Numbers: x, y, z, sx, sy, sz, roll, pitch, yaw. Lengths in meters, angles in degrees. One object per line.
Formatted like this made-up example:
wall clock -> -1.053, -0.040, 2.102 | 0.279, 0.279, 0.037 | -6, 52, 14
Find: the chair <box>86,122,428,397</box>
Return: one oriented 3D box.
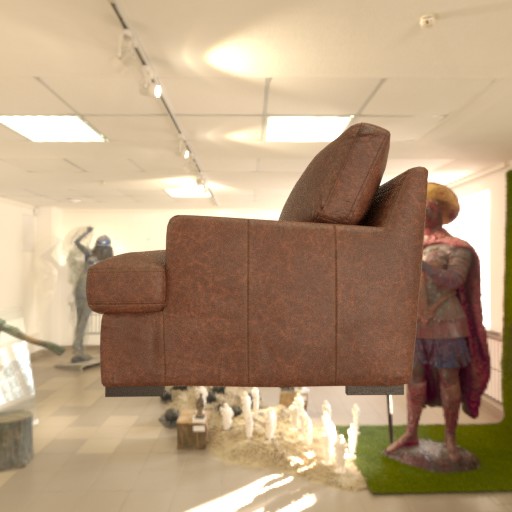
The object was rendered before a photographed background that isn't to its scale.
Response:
chair -> 0.000, 0.000, 1.998 | 1.143, 0.939, 1.168 | 0, -1, -1
